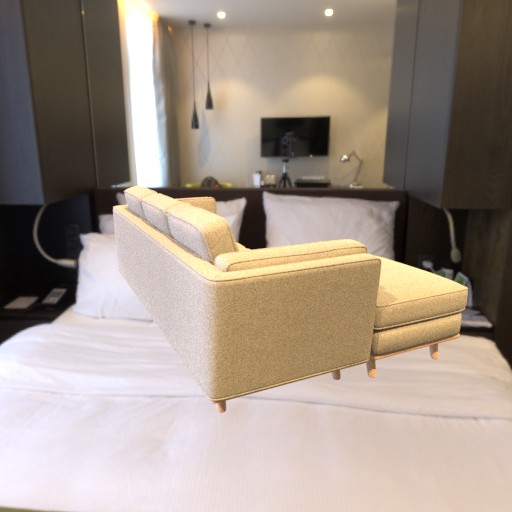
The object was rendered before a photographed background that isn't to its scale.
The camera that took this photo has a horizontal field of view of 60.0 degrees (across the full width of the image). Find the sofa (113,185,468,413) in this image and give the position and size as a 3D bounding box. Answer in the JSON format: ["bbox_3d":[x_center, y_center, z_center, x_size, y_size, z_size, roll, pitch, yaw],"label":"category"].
[{"bbox_3d":[0.000,0.000,3.192,1.604,0.929,2.411,-7,16,-26],"label":"sofa"}]
